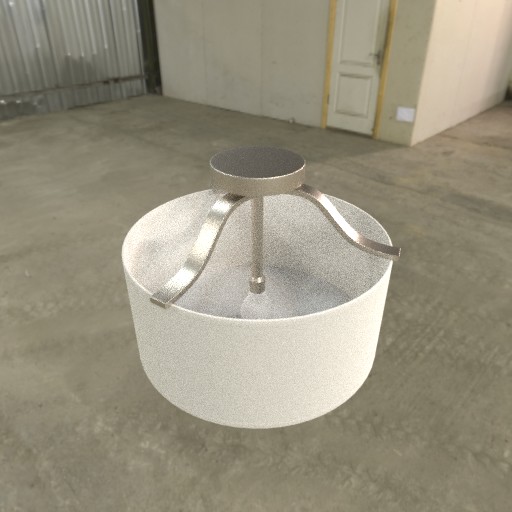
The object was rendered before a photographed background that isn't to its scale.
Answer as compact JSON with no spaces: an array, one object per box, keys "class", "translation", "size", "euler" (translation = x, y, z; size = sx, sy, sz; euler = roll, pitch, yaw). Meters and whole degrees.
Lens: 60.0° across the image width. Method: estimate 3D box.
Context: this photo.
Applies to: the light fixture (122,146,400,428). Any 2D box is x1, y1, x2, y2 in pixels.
[{"class":"light fixture","translation":[0.000,0.000,0.668],"size":[0.395,0.304,0.395],"euler":[0,32,0]}]
